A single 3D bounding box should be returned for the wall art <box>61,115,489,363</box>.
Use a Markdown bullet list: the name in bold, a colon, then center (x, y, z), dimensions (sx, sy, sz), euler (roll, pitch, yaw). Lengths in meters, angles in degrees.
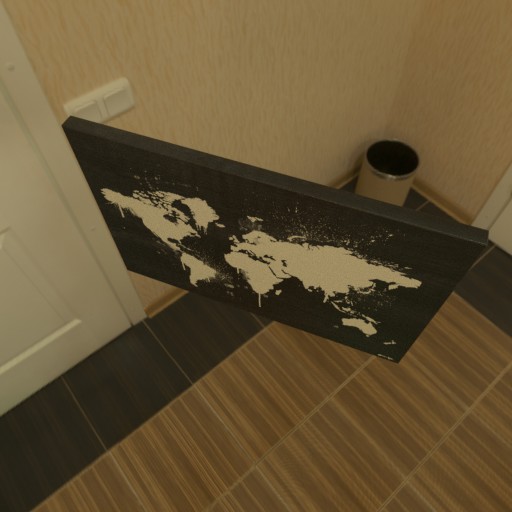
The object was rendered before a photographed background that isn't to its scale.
- **wall art**: center (0.000, 0.000, 1.154), dimensions (0.912, 0.612, 0.038), euler (18, 58, 11)
